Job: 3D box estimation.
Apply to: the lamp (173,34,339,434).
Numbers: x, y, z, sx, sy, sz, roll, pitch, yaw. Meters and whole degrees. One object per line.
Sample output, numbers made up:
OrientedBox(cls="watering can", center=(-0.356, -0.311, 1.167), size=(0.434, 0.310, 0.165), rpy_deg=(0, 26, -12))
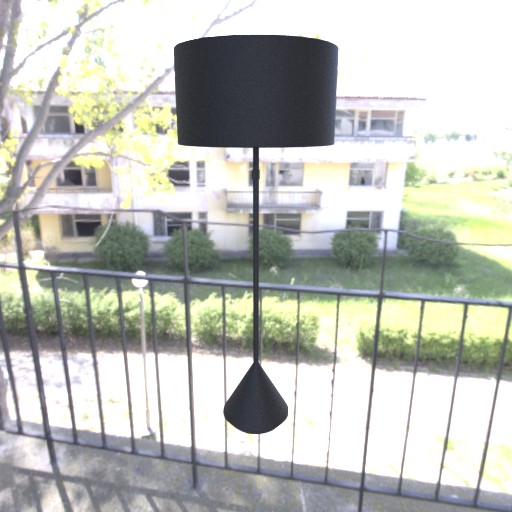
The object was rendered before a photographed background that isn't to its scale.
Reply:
OrientedBox(cls="lamp", center=(0.000, 0.000, 1.789), size=(0.580, 1.526, 0.580), rpy_deg=(3, 17, 10))
